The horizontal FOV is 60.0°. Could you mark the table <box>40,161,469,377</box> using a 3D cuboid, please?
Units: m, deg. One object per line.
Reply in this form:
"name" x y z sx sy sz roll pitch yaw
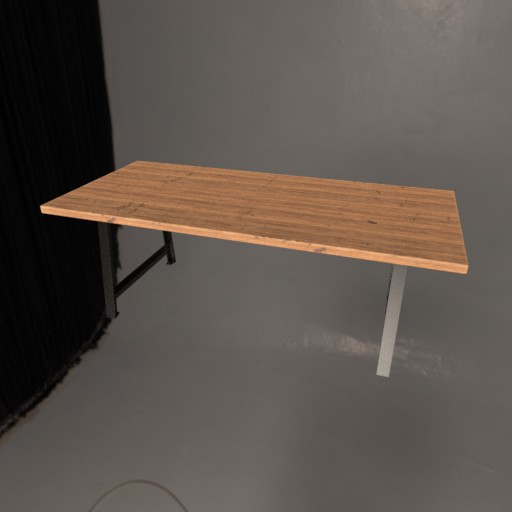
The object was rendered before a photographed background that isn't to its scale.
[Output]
"table" 0.000 0.000 2.747 2.200 0.757 1.000 9 28 16
